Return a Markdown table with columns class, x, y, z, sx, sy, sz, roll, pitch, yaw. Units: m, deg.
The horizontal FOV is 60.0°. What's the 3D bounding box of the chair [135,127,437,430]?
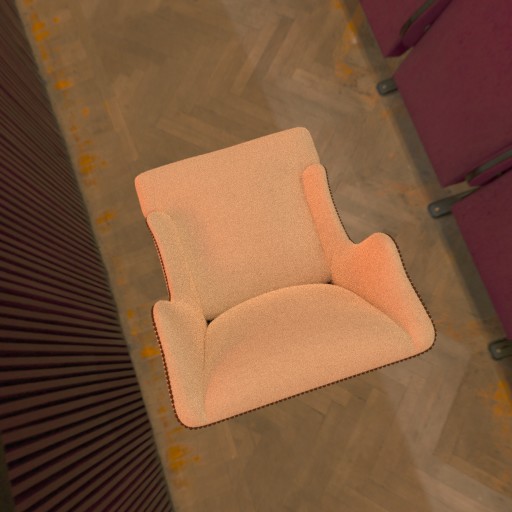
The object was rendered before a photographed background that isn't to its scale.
| class | x | y | z | sx | sy | sz | roll | pitch | yaw |
| --- | --- | --- | --- | --- | --- | --- | --- | --- | --- |
| chair | 0.000 | 0.000 | 1.651 | 0.737 | 1.029 | 0.940 | -17 | 78 | -4 |
